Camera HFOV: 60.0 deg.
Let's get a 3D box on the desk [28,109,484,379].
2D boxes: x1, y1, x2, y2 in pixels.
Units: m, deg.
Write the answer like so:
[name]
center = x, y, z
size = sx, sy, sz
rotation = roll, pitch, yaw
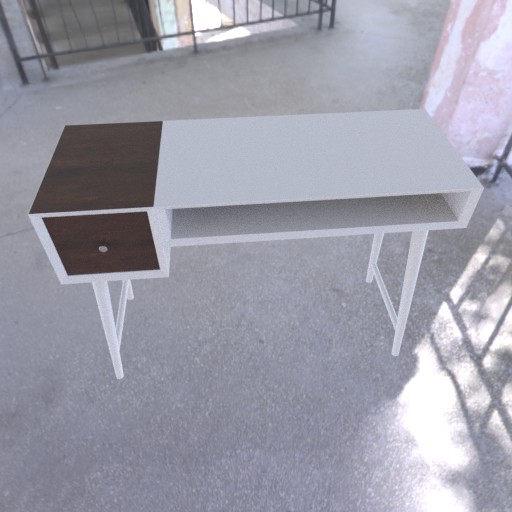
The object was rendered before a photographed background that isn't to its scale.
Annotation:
[desk]
center = 0.000, 0.000, 1.440
size = 1.069, 0.761, 0.409
rotation = -4, 46, -4
